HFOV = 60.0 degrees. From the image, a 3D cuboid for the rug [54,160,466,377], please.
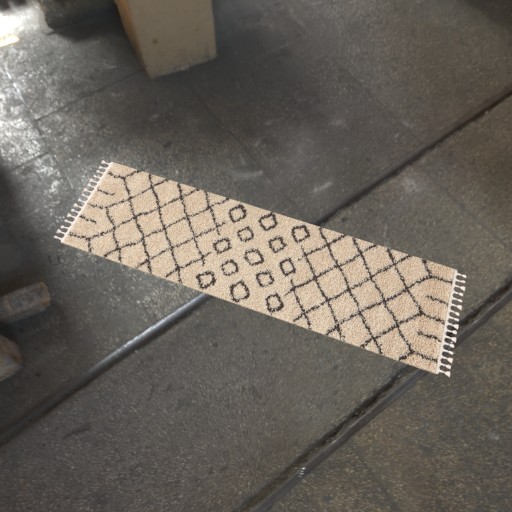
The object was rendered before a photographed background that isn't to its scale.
[{"bbox_3d":[0.000,0.000,2.706,2.464,0.005,0.660,18,65,9],"label":"rug"}]
